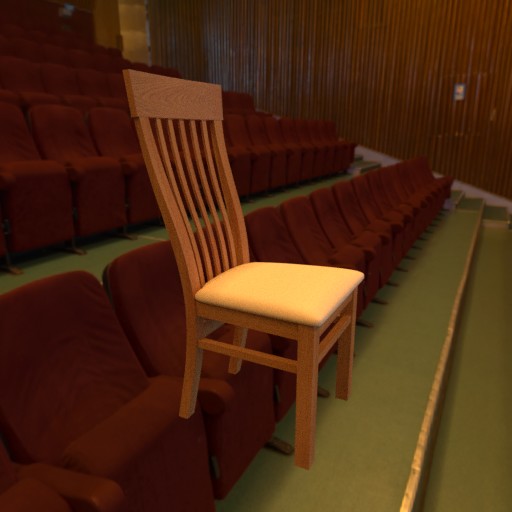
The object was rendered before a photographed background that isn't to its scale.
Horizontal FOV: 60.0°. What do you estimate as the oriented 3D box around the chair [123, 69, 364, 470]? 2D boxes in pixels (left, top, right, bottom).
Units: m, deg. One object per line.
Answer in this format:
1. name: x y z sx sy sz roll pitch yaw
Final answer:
1. chair: 0.000 0.000 1.369 0.580 1.050 0.450 8 17 26
